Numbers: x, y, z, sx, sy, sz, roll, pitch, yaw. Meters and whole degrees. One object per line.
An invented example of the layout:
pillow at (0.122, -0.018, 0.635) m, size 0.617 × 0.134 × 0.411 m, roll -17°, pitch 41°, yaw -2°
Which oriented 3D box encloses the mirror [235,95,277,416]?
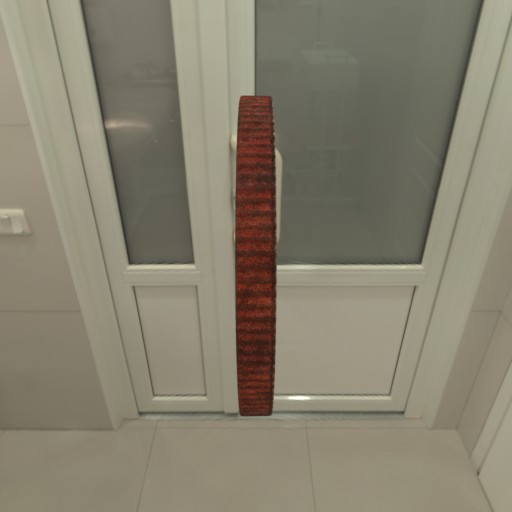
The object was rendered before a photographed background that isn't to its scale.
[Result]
mirror at (0.000, 0.000, 0.895) m, size 0.056 × 0.609 × 0.609 m, roll 0°, pitch 32°, yaw 0°
